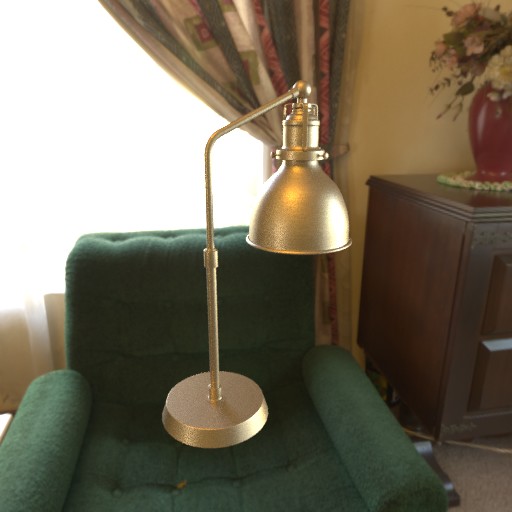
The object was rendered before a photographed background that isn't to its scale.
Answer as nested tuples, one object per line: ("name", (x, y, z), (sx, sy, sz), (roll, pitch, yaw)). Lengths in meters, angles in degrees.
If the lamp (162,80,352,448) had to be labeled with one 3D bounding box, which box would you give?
("lamp", (0.000, 0.000, 0.610), (0.286, 0.456, 0.153), (-9, 19, -26))
